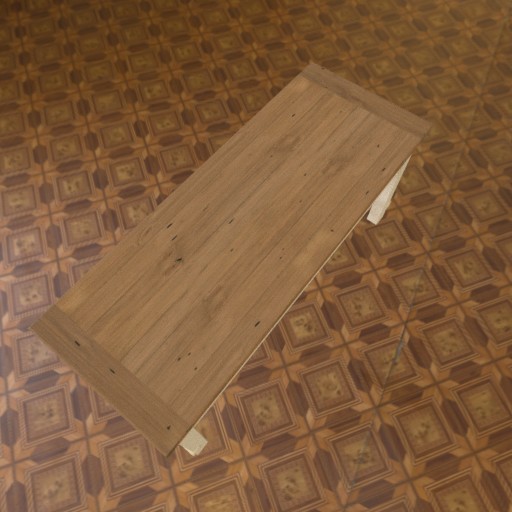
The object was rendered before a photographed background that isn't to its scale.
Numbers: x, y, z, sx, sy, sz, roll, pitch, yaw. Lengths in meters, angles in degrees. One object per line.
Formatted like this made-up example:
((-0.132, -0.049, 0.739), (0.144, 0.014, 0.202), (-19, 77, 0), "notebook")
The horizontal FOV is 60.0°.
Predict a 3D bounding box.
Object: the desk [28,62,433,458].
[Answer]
((0.000, 0.000, 2.175), (0.688, 0.762, 1.803), (35, 68, 17), "desk")
